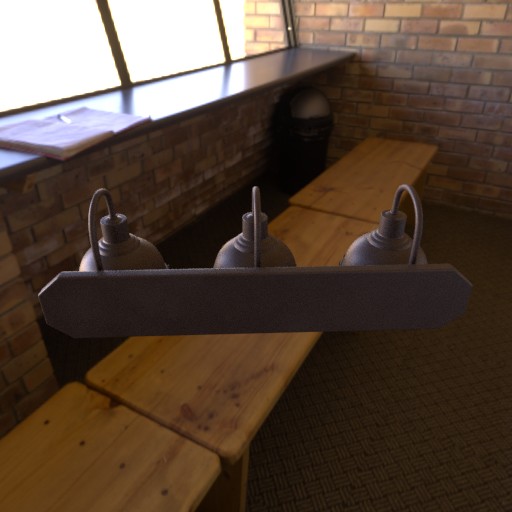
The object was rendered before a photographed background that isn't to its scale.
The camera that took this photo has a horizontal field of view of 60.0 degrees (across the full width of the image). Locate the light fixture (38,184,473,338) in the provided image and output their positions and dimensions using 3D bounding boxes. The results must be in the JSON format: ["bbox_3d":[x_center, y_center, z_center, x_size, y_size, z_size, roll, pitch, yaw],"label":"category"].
[{"bbox_3d":[0.000,0.000,0.747,0.634,0.254,0.229,-1,31,-2],"label":"light fixture"}]
